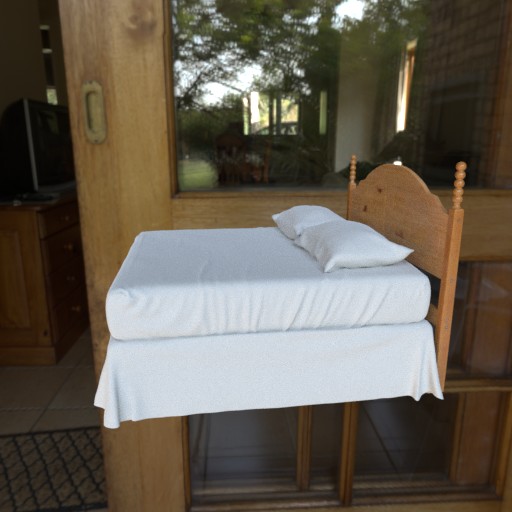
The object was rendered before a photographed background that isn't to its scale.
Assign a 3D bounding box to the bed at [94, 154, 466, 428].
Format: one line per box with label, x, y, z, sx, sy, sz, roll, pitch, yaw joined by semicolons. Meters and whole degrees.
bed;0.000;0.000;3.133;2.040;1.356;1.873;-2;14;-8
